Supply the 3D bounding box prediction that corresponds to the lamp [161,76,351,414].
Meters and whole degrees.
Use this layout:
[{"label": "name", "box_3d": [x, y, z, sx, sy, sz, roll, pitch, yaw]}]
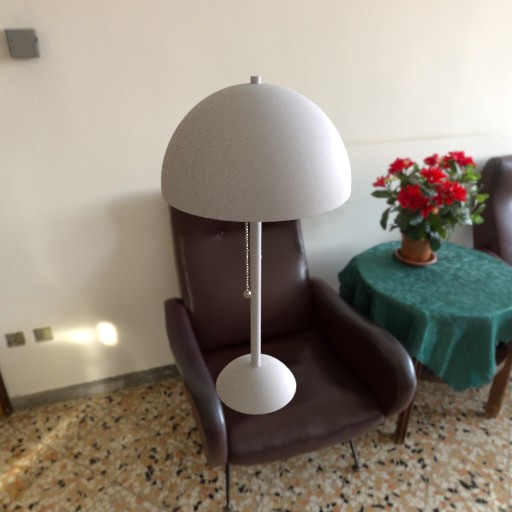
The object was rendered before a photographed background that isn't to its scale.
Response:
[{"label": "lamp", "box_3d": [0.000, 0.000, 0.438, 0.171, 0.330, 0.171, 0, 26, 0]}]
